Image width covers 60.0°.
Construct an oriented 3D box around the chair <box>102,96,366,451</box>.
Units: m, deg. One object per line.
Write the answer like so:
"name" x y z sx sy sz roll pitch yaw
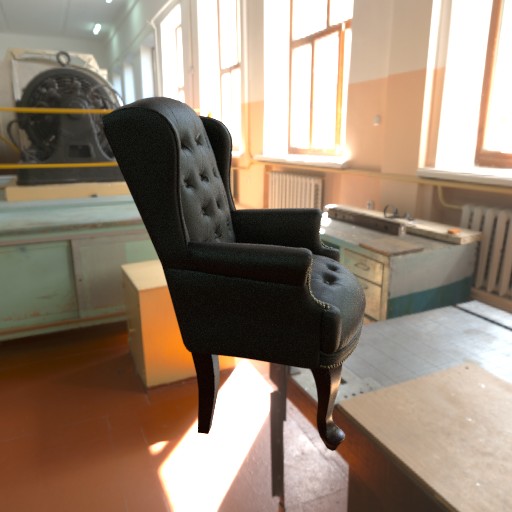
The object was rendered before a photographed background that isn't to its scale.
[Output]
"chair" 0.000 0.000 1.662 0.822 1.133 0.831 3 15 10
